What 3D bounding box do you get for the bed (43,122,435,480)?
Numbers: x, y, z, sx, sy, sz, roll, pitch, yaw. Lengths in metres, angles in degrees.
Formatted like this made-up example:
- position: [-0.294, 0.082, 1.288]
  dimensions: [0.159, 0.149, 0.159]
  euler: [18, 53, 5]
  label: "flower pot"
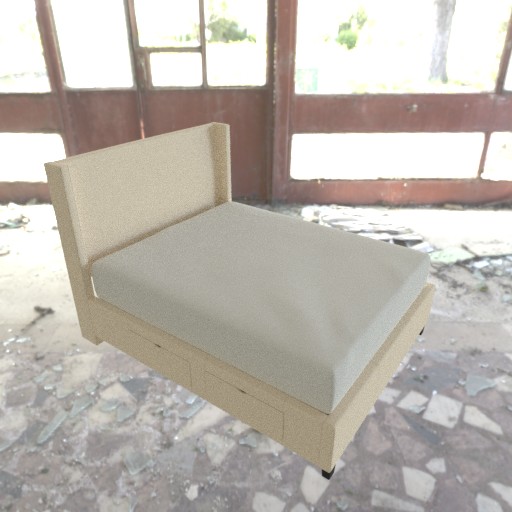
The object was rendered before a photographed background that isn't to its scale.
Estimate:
- position: [0.000, 0.000, 3.363]
  dimensions: [2.280, 1.471, 1.765]
  euler: [18, 33, 31]
  label: "bed"
